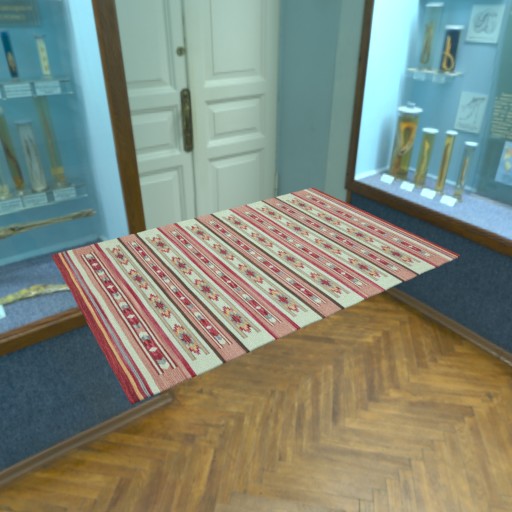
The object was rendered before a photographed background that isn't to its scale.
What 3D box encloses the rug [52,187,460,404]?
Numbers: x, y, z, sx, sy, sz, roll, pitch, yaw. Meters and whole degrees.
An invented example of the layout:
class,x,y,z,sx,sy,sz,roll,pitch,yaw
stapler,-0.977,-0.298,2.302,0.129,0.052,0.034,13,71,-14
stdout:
class,x,y,z,sx,sy,sz,roll,pitch,yaw
rug,0.000,0.000,2.365,1.817,0.008,1.223,-18,34,-29
